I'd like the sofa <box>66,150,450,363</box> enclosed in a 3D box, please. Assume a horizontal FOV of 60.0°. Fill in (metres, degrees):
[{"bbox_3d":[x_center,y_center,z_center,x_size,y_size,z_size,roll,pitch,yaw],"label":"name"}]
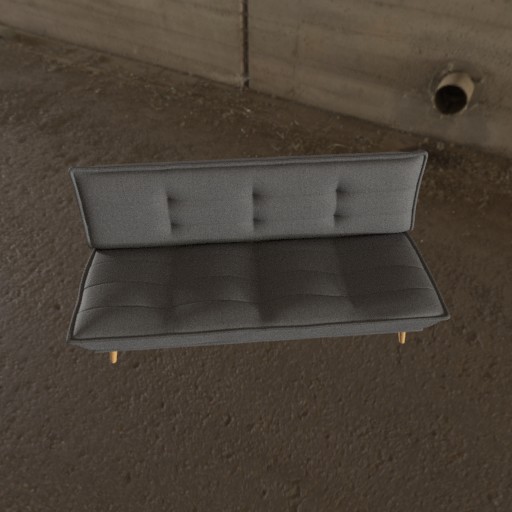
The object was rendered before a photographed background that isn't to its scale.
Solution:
[{"bbox_3d":[0.000,0.000,2.495,1.940,0.890,0.950,-3,47,-3],"label":"sofa"}]
